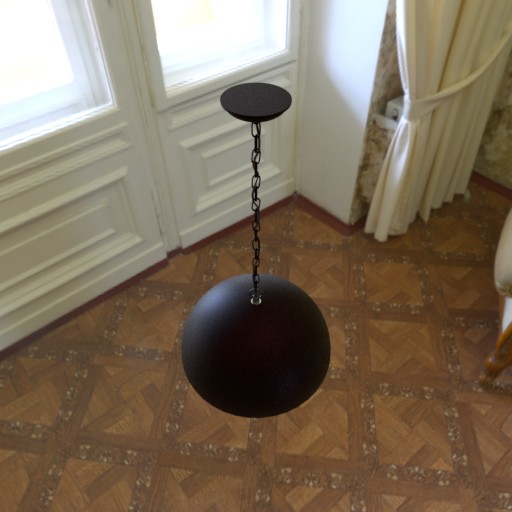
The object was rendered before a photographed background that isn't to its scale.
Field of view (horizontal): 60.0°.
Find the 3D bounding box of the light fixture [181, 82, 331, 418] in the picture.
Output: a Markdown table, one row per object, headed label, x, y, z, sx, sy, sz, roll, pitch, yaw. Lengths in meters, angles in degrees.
| label | x | y | z | sx | sy | sz | roll | pitch | yaw |
| --- | --- | --- | --- | --- | --- | --- | --- | --- | --- |
| light fixture | 0.000 | 0.000 | 1.165 | 0.492 | 0.869 | 0.492 | 4 | 46 | 4 |
